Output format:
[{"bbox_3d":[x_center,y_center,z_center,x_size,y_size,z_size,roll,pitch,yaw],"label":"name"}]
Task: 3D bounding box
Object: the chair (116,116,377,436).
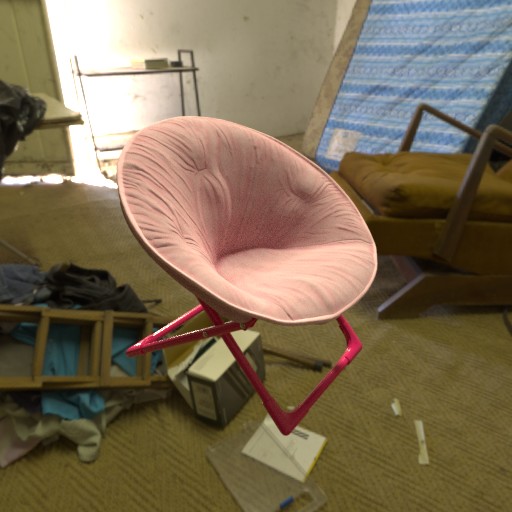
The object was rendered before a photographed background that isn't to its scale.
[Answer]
[{"bbox_3d":[0.000,0.000,0.896,0.459,0.494,0.522,19,32,33],"label":"chair"}]
